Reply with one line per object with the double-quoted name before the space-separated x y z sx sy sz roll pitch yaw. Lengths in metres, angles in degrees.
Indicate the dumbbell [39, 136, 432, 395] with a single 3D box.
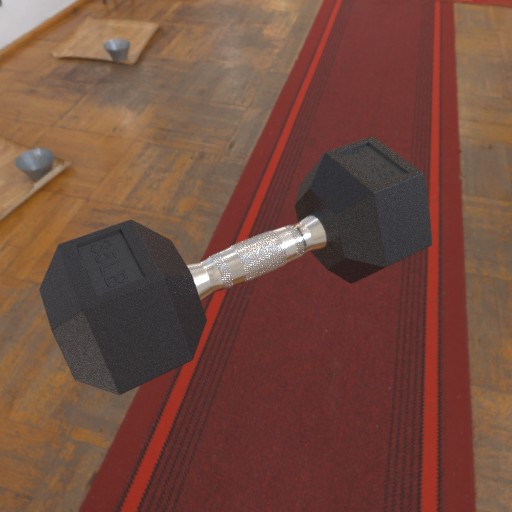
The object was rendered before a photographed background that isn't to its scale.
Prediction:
"dumbbell" 0.000 0.000 0.413 0.356 0.123 0.141 -23 51 -20
